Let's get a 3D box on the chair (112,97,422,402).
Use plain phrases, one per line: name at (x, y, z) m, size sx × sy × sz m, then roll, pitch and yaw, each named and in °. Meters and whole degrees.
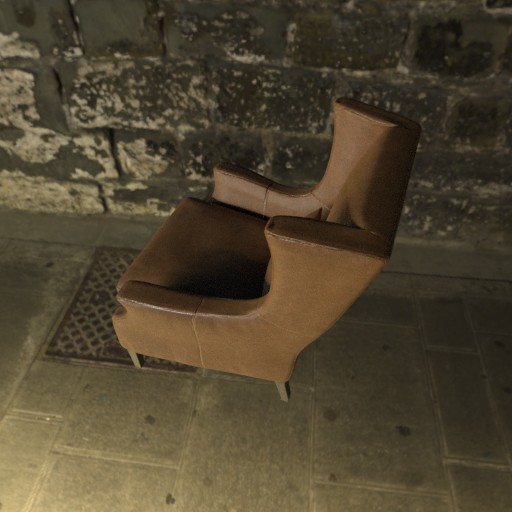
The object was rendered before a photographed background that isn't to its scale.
chair at (0.000, 0.000, 1.705) m, size 0.925 × 1.016 × 0.852 m, roll 16°, pitch 48°, yaw 14°
